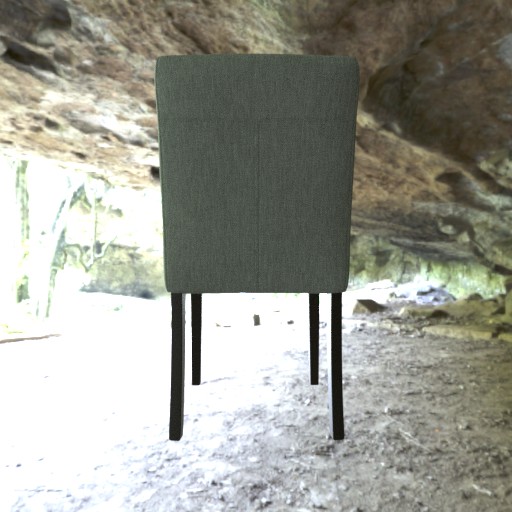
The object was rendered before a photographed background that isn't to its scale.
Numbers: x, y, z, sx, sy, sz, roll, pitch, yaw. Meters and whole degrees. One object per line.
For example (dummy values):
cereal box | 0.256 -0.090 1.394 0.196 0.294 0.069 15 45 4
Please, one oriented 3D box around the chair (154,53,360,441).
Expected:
chair | 0.000 0.000 1.248 0.487 0.884 0.629 0 0 -1
